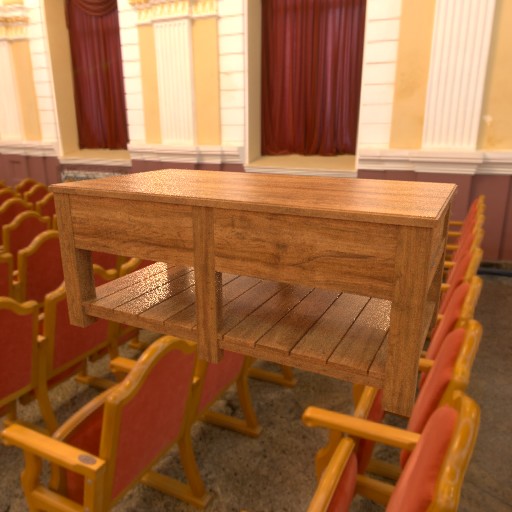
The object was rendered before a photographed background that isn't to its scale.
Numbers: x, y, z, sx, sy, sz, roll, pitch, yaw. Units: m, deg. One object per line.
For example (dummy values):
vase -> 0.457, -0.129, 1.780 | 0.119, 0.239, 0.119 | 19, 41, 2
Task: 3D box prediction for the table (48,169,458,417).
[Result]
table -> 0.000, 0.000, 1.486 | 1.150, 0.480, 0.635 | 8, 18, 26
